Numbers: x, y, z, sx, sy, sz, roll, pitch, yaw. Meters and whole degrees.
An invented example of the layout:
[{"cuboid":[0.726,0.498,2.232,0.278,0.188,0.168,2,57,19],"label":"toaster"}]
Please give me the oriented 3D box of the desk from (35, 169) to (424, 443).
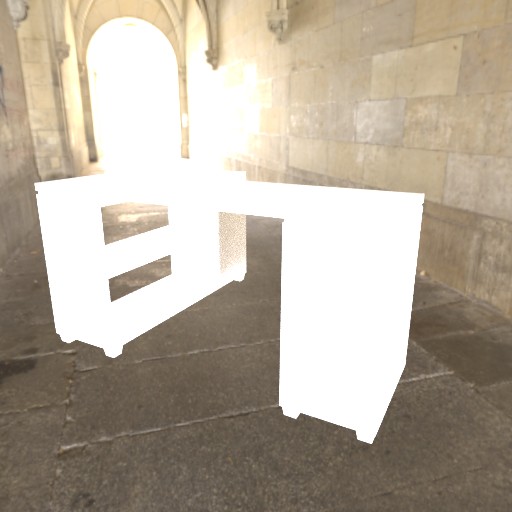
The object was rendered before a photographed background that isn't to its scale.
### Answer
[{"cuboid":[0.000,0.000,2.183,1.524,0.759,1.199,9,19,27],"label":"desk"}]
